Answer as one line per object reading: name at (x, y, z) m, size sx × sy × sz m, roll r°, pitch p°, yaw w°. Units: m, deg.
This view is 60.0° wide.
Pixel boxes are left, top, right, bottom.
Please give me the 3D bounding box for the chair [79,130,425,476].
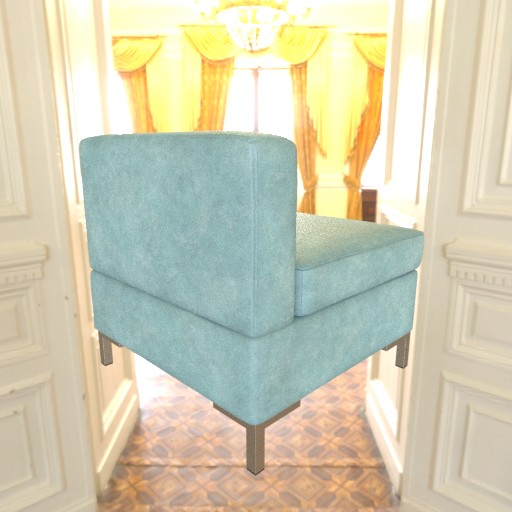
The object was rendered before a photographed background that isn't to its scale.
chair at (0.000, 0.000, 1.235) m, size 0.684 × 0.660 × 0.691 m, roll -14°, pitch 20°, yaw -43°
